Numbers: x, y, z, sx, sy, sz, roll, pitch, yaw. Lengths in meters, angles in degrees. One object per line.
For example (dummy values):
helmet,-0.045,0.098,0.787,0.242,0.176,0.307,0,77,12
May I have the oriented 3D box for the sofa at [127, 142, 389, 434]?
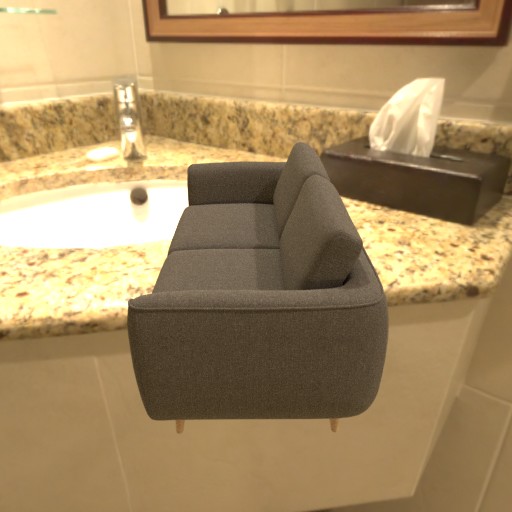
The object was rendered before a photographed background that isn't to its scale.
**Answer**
sofa,0.000,0.000,2.201,0.920,0.870,1.700,0,27,-1
